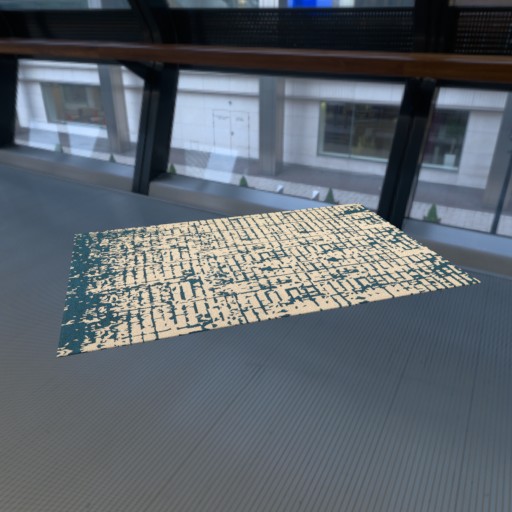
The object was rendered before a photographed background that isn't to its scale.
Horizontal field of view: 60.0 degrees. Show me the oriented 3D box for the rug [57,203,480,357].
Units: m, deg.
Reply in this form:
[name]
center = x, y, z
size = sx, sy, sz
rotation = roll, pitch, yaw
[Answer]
[rug]
center = 0.000, 0.000, 3.062
size = 2.435, 0.011, 1.517
rotation = -8, 27, -15
